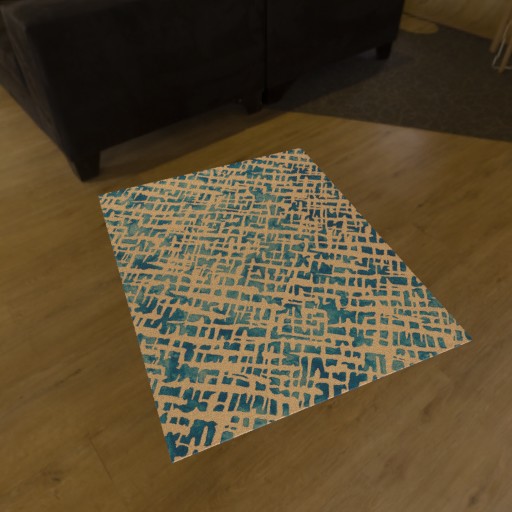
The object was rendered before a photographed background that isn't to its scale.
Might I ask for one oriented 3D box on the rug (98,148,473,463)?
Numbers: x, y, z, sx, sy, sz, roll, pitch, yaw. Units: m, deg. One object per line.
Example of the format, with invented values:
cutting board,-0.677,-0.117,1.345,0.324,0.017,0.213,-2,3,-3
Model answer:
rug,0.000,0.000,4.118,2.435,0.007,3.007,-16,48,-16
